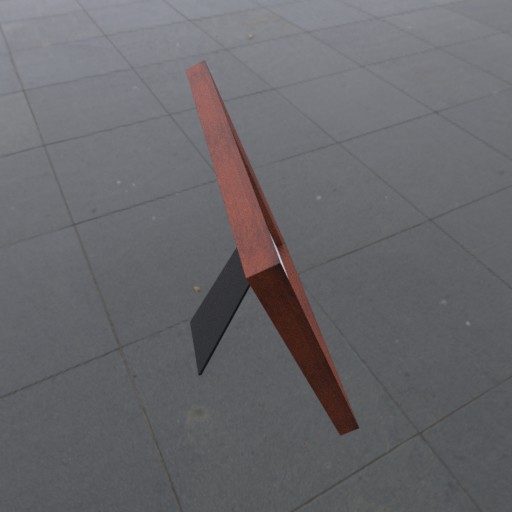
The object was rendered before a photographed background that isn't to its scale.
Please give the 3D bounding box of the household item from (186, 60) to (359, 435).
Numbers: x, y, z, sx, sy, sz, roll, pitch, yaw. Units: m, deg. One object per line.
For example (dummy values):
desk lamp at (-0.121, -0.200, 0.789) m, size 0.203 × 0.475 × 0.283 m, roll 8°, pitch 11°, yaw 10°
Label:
household item at (0.000, 0.000, 0.380) m, size 0.131 × 0.240 × 0.240 m, roll -10°, pitch 47°, yaw -9°
